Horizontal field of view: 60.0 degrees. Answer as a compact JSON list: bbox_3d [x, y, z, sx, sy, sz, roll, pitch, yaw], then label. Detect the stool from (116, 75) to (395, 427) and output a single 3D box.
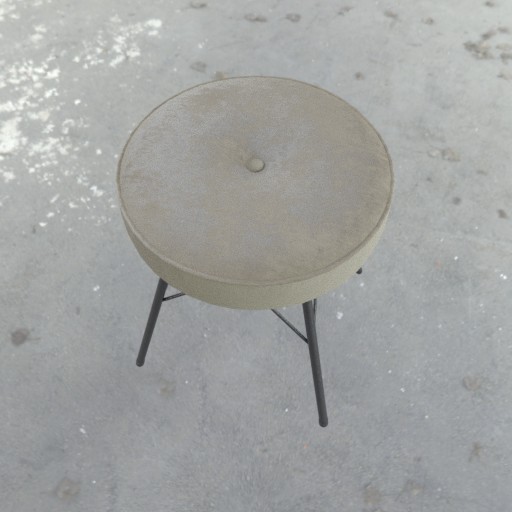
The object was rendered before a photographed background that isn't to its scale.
[{"bbox_3d":[0.000,0.000,0.866,0.457,0.538,0.423,15,60,9],"label":"stool"}]
